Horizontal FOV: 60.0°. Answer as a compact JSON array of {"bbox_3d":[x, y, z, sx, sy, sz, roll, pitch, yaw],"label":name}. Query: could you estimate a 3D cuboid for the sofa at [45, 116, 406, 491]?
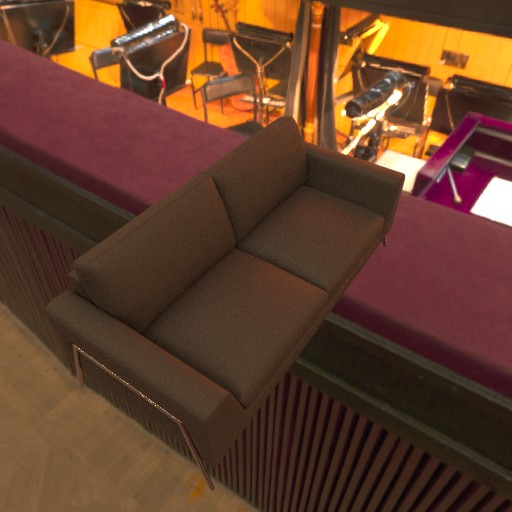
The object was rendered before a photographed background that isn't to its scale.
[{"bbox_3d":[0.000,0.000,2.502,0.953,0.875,2.017,25,49,24],"label":"sofa"}]
